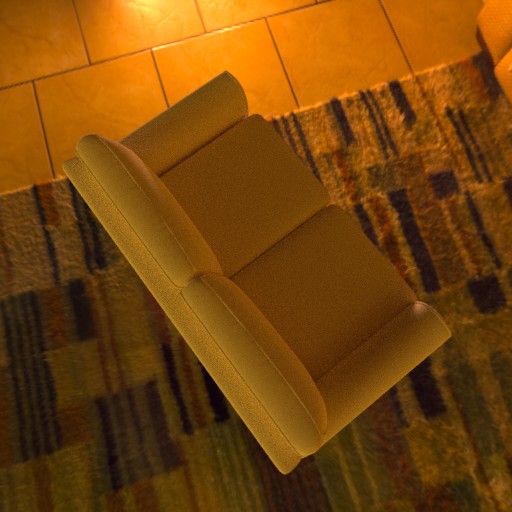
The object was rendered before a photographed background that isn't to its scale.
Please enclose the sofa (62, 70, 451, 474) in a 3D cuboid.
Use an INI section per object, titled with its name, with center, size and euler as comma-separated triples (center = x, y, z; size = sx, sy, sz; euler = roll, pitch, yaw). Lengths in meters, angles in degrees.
[sofa]
center = 0.000, 0.000, 2.233
size = 0.991, 0.940, 1.727
euler = -37, 79, -8
